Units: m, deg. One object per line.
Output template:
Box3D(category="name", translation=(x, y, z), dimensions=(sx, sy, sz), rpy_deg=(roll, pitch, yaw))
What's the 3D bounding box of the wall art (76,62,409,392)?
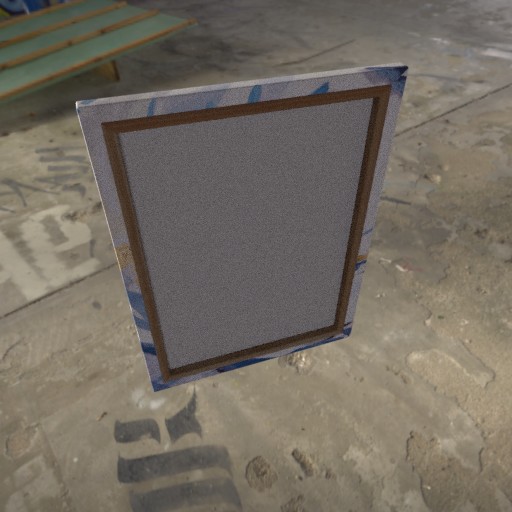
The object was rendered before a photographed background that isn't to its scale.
Box3D(category="wall art", translation=(0.000, 0.000, 1.311), dimensions=(0.761, 1.015, 0.038), rpy_deg=(-12, 42, -14))
